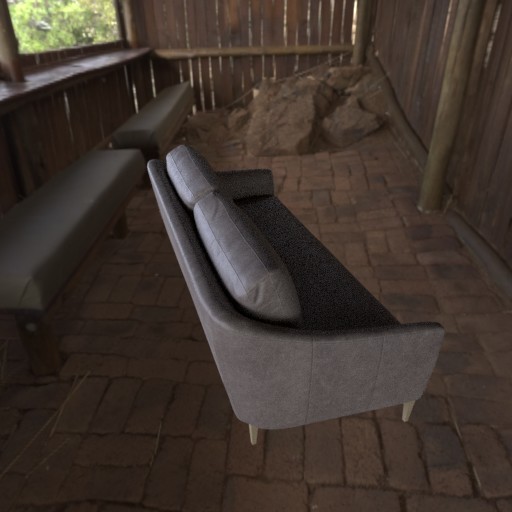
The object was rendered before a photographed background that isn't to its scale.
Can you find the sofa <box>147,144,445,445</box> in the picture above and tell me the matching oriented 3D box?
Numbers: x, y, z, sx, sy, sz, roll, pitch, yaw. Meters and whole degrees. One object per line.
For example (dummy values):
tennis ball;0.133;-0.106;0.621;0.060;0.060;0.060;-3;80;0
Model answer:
sofa;0.000;0.000;2.538;0.960;0.902;2.036;-10;32;-16
